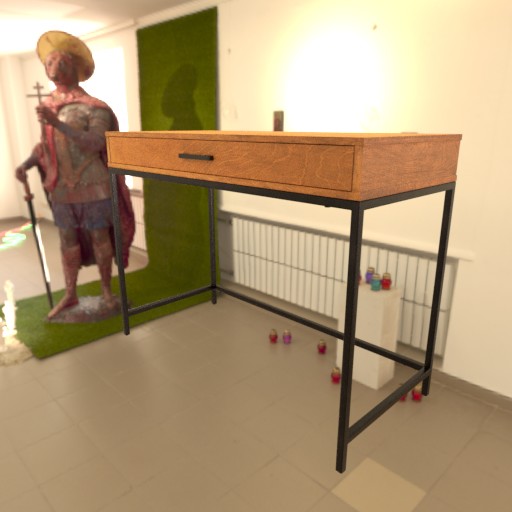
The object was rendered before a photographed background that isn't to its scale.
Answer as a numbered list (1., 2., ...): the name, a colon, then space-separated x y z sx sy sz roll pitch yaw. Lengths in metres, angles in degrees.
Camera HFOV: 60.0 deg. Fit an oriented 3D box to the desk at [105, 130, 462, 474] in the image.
1. desk: 0.000 0.000 1.421 0.470 0.762 1.016 -16 23 -42
